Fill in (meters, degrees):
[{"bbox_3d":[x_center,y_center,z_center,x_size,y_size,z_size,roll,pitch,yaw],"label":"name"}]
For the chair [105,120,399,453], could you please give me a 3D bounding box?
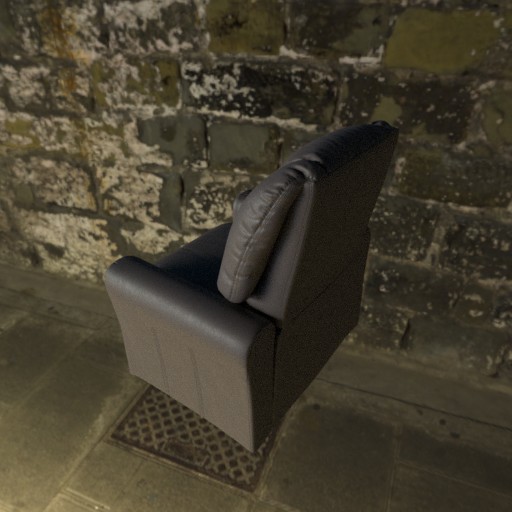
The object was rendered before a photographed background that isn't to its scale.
[{"bbox_3d":[0.000,0.000,1.146,0.521,0.709,0.610,21,37,30],"label":"chair"}]
